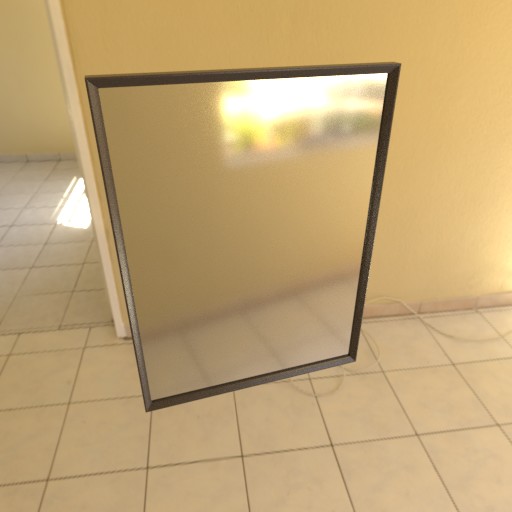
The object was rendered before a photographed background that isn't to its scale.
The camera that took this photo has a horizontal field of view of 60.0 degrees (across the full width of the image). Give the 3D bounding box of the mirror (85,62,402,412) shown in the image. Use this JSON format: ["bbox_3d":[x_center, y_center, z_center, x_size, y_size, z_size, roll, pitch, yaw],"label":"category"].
[{"bbox_3d":[0.000,0.000,1.294,0.762,1.016,0.041,-9,32,-15],"label":"mirror"}]
